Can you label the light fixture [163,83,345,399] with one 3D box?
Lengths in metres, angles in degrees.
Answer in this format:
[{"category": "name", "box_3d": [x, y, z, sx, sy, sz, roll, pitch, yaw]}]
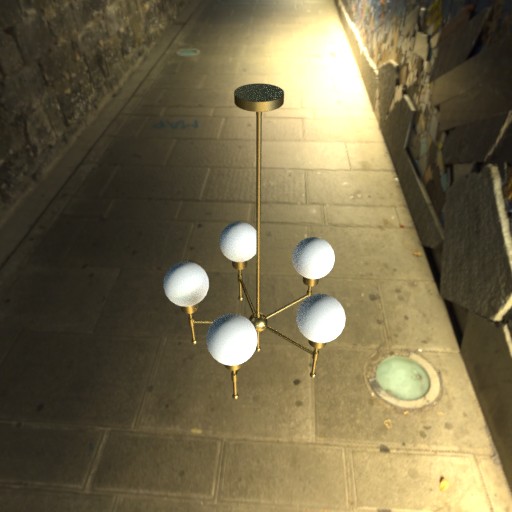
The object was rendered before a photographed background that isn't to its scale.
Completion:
[{"category": "light fixture", "box_3d": [0.000, 0.000, 1.831, 0.815, 1.331, 0.785, 13, 42, 14]}]
